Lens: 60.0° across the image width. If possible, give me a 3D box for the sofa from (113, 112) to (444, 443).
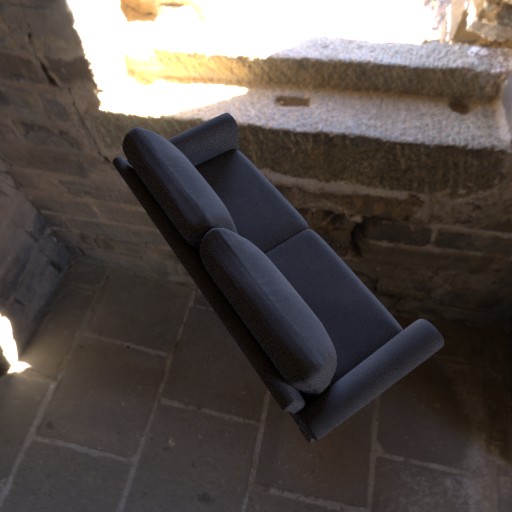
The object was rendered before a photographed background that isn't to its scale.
[{"bbox_3d":[0.000,0.000,2.484,0.842,0.942,1.935,-30,62,-17],"label":"sofa"}]
